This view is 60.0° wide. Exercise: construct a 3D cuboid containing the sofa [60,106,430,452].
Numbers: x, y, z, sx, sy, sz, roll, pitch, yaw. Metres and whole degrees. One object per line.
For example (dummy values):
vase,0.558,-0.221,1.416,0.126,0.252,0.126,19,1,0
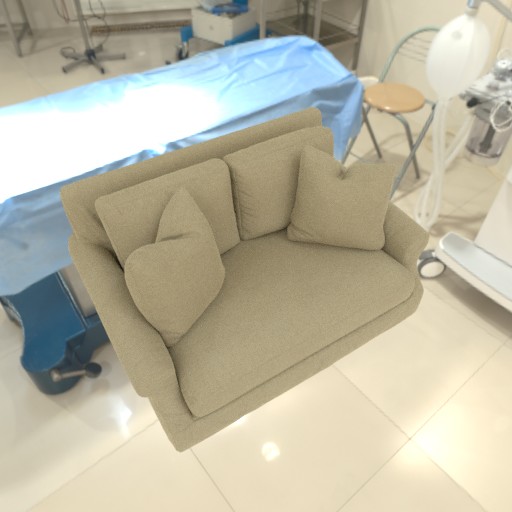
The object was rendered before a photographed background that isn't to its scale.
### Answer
sofa,0.000,0.000,2.182,1.550,0.905,1.070,-24,51,-22
